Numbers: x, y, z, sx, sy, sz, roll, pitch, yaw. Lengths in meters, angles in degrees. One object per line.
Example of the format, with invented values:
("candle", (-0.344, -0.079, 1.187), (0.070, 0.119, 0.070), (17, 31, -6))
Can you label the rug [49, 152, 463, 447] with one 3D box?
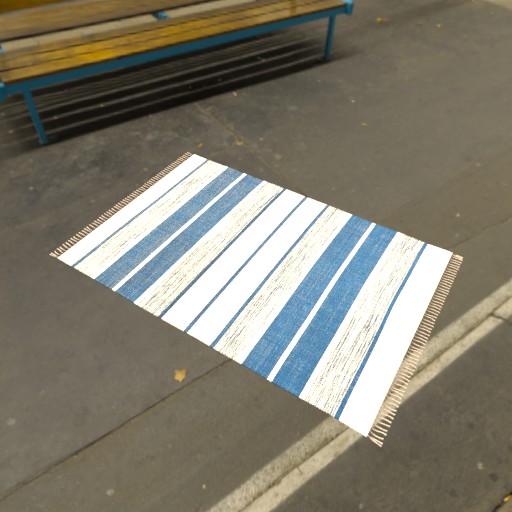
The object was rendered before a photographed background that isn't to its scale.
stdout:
("rug", (0.000, 0.000, 3.078), (2.441, 0.010, 1.532), (25, 51, 22))
